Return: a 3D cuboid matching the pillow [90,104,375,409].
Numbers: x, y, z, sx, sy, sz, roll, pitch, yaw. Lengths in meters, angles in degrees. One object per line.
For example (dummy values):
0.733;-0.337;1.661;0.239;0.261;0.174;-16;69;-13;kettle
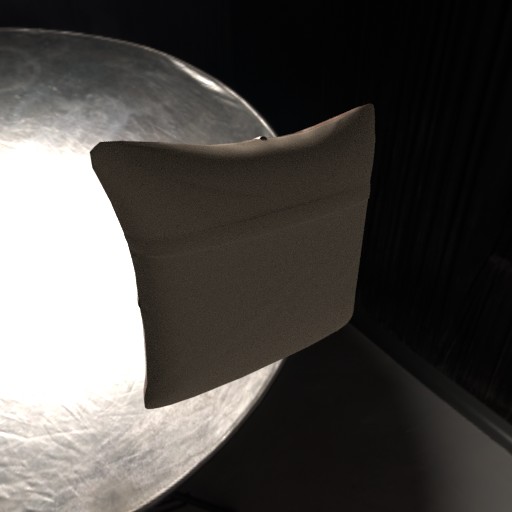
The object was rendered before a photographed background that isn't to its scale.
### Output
0.000;0.000;0.762;0.484;0.470;0.192;-18;35;-27;pillow
